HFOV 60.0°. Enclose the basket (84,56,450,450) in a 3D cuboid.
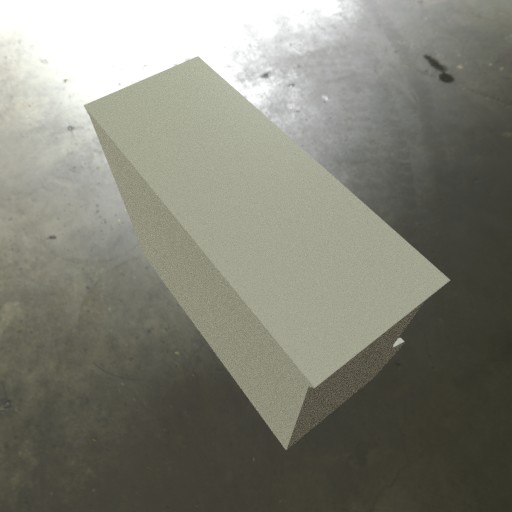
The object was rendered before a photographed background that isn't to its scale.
[{"bbox_3d":[0.000,0.000,1.153,0.376,0.625,0.792,-32,63,-19],"label":"basket"}]
